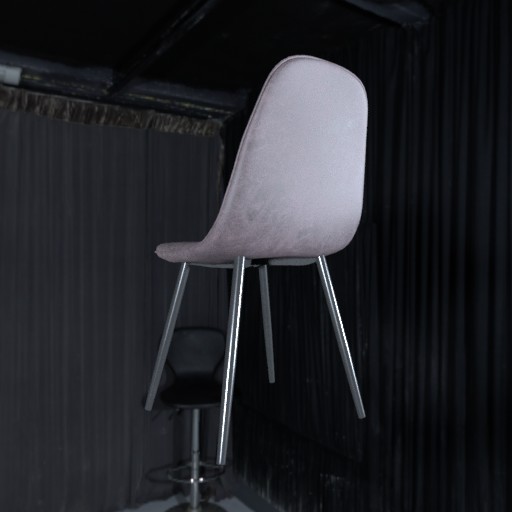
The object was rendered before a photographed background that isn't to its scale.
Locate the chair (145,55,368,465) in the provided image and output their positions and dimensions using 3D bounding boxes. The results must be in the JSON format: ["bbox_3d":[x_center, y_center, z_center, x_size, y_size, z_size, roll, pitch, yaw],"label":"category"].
[{"bbox_3d":[0.000,0.000,1.228,0.472,0.889,0.561,-1,1,-36],"label":"chair"}]
